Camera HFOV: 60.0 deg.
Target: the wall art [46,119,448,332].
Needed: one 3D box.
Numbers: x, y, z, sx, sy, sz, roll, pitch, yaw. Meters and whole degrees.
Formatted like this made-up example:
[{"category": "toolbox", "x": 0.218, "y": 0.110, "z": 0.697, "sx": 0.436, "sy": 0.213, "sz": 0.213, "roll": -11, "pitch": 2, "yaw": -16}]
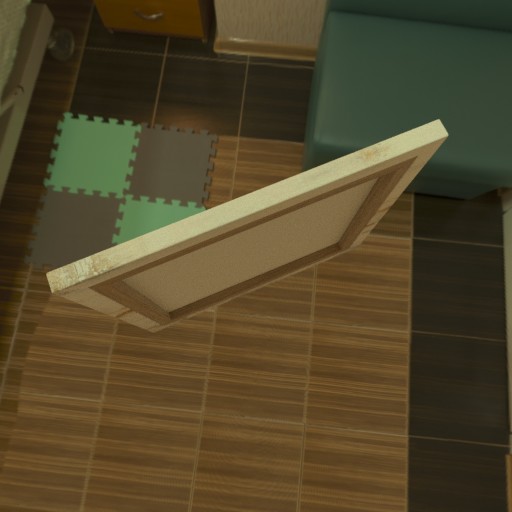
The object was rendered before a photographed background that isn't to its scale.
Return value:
[{"category": "wall art", "x": 0.000, "y": 0.000, "z": 1.144, "sx": 0.753, "sy": 0.755, "sz": 0.038, "roll": -22, "pitch": 76, "yaw": -6}]
